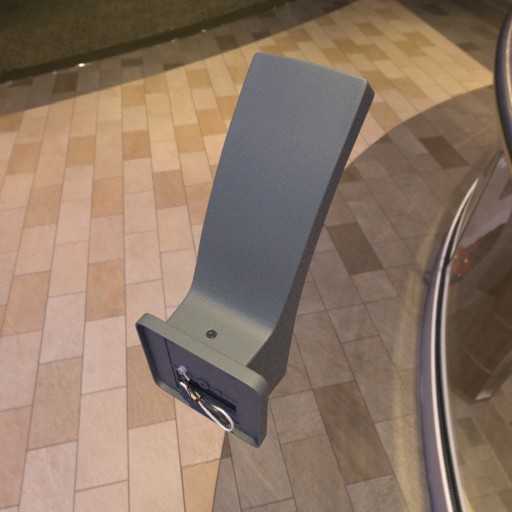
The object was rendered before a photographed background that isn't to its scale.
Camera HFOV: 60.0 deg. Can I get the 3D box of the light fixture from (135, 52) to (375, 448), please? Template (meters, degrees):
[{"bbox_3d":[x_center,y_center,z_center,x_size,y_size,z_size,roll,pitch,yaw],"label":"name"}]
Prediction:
[{"bbox_3d":[0.000,0.000,0.333,0.108,0.243,0.174,24,51,21],"label":"light fixture"}]
